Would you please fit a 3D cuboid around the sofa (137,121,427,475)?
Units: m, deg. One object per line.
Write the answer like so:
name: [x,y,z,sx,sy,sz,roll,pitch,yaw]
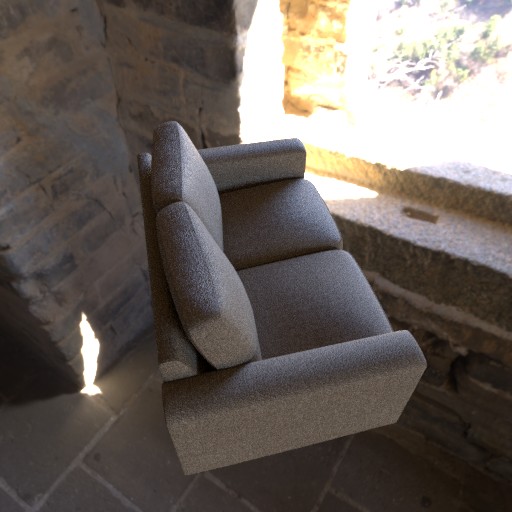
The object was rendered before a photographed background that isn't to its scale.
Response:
sofa: [0.000,0.000,2.190,1.016,0.873,1.616,-10,48,-9]
